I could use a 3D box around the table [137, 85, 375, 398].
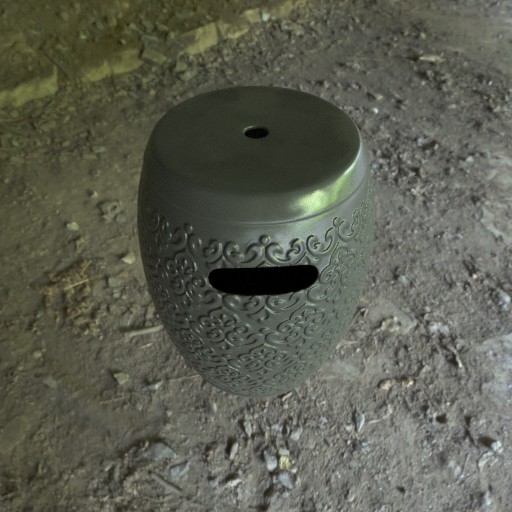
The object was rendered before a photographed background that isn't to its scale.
[{"bbox_3d":[0.000,0.000,0.629,0.309,0.397,0.309,0,46,0],"label":"table"}]
